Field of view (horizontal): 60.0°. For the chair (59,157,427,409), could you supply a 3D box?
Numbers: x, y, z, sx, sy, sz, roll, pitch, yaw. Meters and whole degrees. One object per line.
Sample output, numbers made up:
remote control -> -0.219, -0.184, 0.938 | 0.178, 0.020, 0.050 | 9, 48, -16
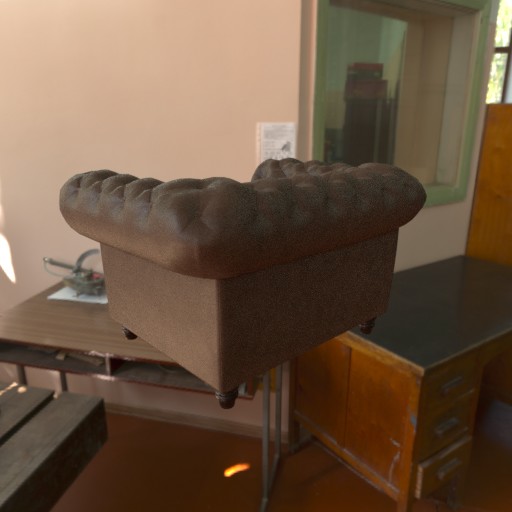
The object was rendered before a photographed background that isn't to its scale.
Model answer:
chair -> 0.000, 0.000, 1.911 | 1.298, 0.784, 0.954 | -15, 22, -40
